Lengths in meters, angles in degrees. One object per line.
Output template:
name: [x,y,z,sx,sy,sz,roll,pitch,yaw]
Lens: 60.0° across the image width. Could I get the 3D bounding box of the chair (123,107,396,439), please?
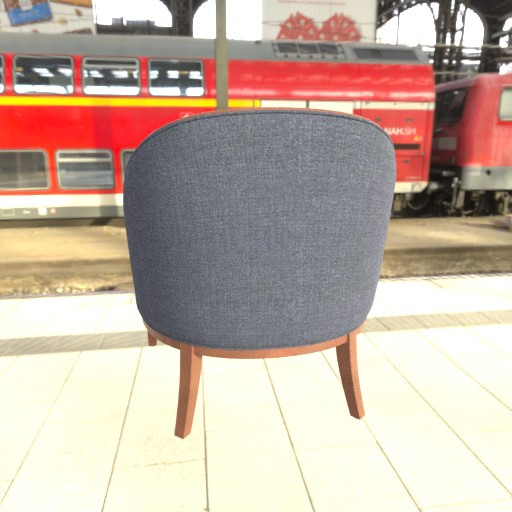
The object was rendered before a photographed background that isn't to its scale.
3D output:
chair: [0.000,0.000,1.452,0.803,0.876,0.735,-2,14,-10]
